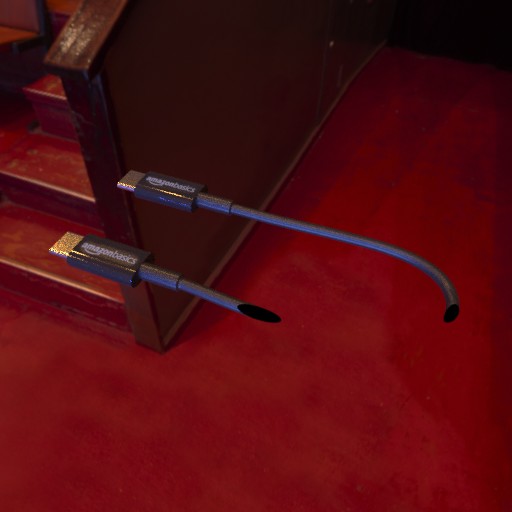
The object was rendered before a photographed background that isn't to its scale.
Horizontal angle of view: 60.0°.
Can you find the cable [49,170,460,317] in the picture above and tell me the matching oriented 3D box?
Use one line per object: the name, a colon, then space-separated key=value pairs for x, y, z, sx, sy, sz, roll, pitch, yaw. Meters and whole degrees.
cable: x=0.000 y=0.000 z=0.112 sx=0.098 sy=0.005 sz=0.041 roll=17 pitch=48 yaw=15
